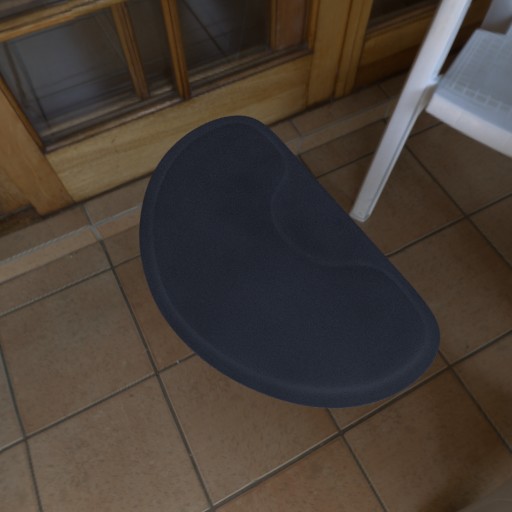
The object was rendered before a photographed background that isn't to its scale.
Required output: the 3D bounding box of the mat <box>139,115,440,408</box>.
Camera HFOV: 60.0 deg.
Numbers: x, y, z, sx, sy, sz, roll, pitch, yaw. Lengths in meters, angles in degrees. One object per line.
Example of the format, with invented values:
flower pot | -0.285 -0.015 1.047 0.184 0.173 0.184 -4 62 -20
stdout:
mat | 0.000 0.000 1.880 0.913 0.013 1.524 -31 67 -15
